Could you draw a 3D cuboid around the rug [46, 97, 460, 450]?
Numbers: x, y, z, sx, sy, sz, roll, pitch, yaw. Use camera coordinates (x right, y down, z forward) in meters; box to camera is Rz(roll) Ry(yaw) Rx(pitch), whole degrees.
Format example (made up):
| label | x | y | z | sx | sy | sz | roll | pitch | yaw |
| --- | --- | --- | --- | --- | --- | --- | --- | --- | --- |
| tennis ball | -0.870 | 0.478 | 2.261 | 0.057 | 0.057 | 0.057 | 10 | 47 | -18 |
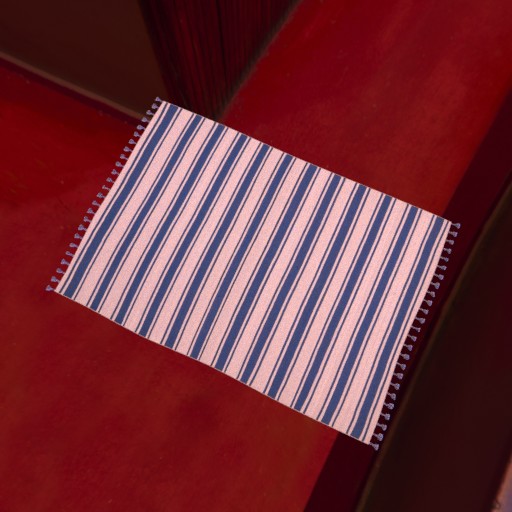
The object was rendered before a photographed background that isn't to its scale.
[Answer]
| label | x | y | z | sx | sy | sz | roll | pitch | yaw |
| --- | --- | --- | --- | --- | --- | --- | --- | --- | --- |
| rug | 0.000 | 0.000 | 2.903 | 2.315 | 0.010 | 1.544 | 24 | 77 | 6 |
